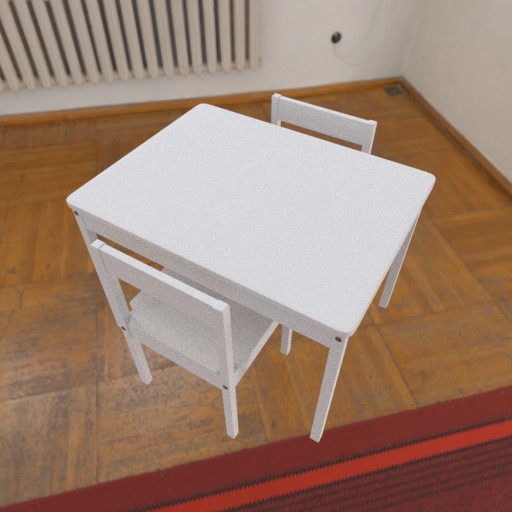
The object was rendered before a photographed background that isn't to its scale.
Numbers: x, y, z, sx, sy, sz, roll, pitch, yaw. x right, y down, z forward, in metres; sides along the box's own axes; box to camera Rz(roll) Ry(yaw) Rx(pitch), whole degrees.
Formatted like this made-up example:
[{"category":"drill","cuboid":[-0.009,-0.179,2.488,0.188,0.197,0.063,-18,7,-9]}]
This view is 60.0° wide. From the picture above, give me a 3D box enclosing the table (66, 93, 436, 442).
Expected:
[{"category":"table","cuboid":[0.000,0.000,1.114,0.650,0.503,0.672,24,51,21]}]
